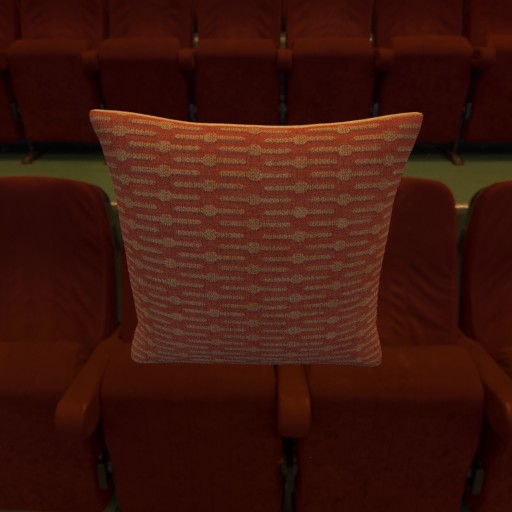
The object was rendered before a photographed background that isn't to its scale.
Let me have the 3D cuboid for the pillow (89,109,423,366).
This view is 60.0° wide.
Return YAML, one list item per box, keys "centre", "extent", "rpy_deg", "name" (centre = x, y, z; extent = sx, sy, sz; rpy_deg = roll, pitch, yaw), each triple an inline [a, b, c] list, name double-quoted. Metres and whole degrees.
- centre: [0.000, 0.000, 0.791]
  extent: [0.511, 0.503, 0.182]
  rpy_deg: [1, 30, 1]
  name: "pillow"
